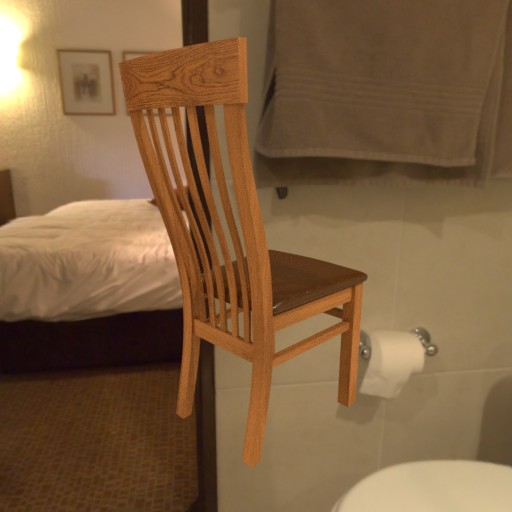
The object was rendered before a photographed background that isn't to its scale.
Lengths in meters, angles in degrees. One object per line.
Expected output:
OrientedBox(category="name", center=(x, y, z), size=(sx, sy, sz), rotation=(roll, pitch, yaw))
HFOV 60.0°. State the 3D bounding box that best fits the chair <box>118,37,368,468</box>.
OrientedBox(category="chair", center=(0.000, 0.000, 1.313), size=(0.450, 1.050, 0.580), rotation=(15, 21, 43))
